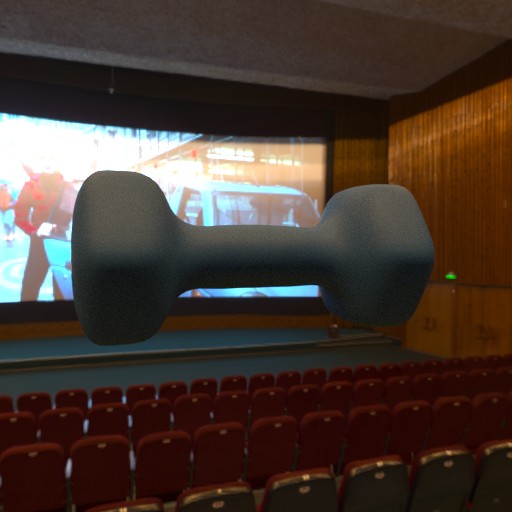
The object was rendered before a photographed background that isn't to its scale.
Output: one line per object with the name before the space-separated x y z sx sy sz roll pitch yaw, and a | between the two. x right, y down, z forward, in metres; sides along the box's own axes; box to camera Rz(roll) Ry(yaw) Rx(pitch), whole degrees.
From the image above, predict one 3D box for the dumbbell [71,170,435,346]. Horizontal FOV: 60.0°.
dumbbell | 0.000 0.000 0.276 0.212 0.093 0.103 0 1 -18
